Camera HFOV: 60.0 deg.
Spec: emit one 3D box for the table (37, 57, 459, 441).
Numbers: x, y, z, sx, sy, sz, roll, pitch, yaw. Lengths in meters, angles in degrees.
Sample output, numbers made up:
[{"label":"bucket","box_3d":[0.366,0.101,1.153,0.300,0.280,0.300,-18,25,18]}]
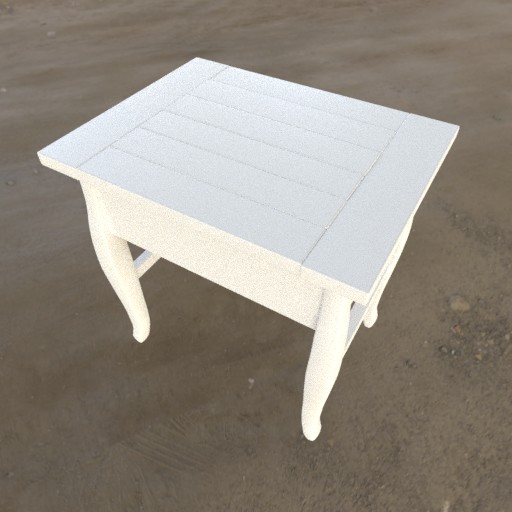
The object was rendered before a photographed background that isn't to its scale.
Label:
[{"label":"table","box_3d":[0.000,0.000,1.002,0.599,0.605,0.463,23,51,21]}]
